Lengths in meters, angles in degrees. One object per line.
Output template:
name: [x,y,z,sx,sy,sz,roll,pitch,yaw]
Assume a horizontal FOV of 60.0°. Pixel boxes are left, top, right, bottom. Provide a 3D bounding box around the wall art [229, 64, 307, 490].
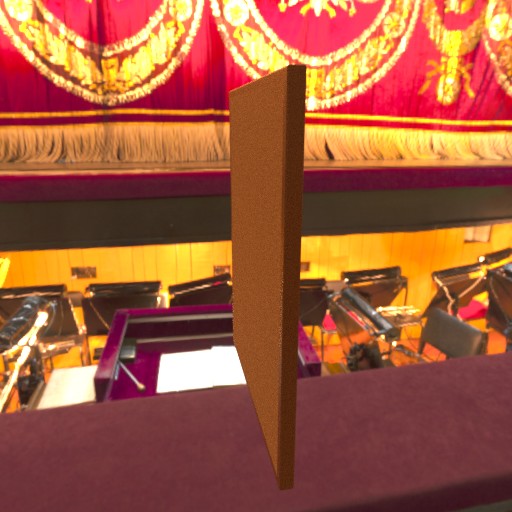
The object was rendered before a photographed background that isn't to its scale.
wall art: [0.000,0.000,0.517,0.015,0.379,0.310,-3,17,-11]
